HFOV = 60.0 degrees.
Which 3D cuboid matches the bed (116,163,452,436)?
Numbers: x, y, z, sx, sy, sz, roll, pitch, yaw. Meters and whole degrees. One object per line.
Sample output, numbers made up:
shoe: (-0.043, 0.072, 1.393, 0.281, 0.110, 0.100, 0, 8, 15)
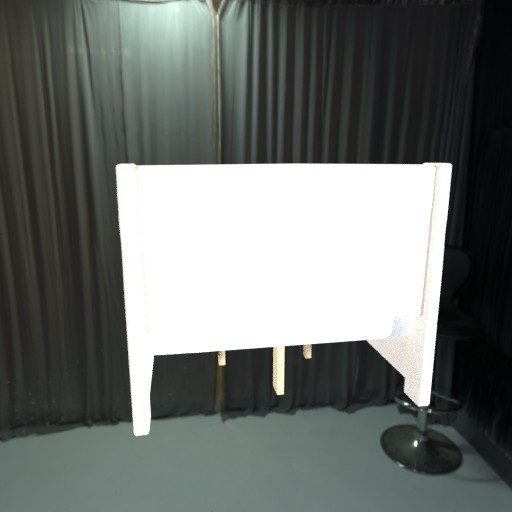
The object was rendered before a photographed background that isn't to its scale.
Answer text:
bed: (0.000, 0.000, 3.523, 1.778, 1.471, 2.293, -2, 13, -10)
